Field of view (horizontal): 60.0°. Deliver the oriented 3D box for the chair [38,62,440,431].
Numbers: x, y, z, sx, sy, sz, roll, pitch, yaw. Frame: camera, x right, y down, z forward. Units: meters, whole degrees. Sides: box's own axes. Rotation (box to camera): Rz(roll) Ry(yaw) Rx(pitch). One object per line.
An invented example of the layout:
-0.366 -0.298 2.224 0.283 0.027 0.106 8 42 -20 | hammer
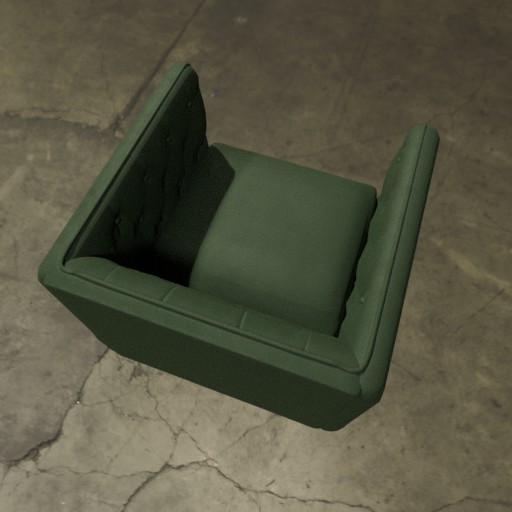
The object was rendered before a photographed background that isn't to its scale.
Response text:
0.000 0.000 1.510 0.917 0.768 0.855 18 64 9 | chair
